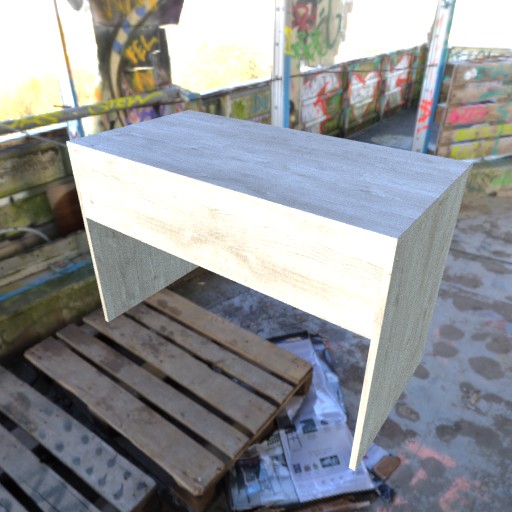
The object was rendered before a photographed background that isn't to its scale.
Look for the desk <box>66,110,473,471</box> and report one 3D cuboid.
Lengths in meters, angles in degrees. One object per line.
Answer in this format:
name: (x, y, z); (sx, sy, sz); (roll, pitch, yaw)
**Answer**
desk: (0.000, 0.000, 1.516); (1.100, 0.730, 0.560); (21, 36, 31)
